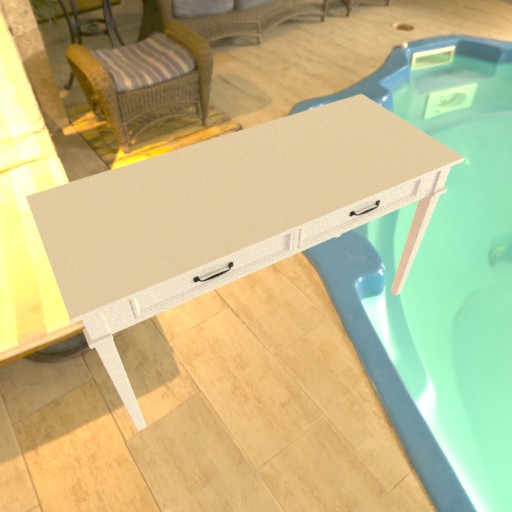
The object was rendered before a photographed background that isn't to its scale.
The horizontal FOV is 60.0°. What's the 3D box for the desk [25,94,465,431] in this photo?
[{"bbox_3d":[0.000,0.000,1.759,1.372,0.774,0.559,-23,50,-21],"label":"desk"}]
